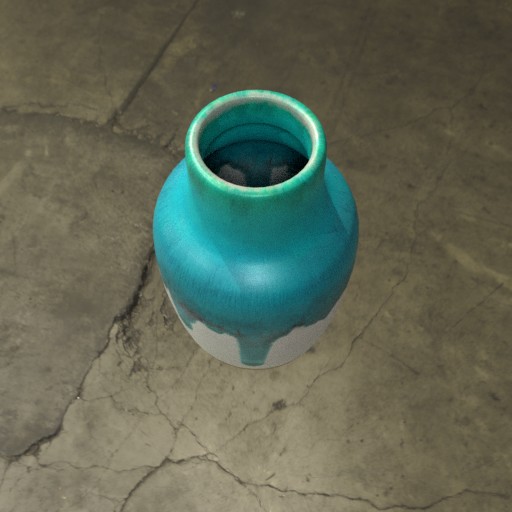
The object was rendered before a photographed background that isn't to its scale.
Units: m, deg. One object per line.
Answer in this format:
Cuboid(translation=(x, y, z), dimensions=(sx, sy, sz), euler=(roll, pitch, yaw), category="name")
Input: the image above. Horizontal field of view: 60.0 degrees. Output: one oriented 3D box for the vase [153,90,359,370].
Cuboid(translation=(0.000, 0.000, 0.249), dimensions=(0.106, 0.192, 0.106), euler=(0, 63, 0), category="vase")
